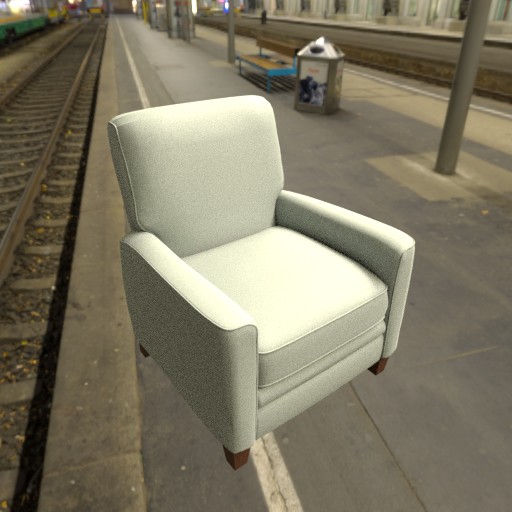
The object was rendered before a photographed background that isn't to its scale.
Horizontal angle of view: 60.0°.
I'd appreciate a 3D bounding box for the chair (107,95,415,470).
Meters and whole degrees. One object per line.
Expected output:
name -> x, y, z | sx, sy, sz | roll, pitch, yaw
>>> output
chair -> 0.000, 0.000, 1.654 | 0.853, 1.007, 0.846 | -21, 36, -32
